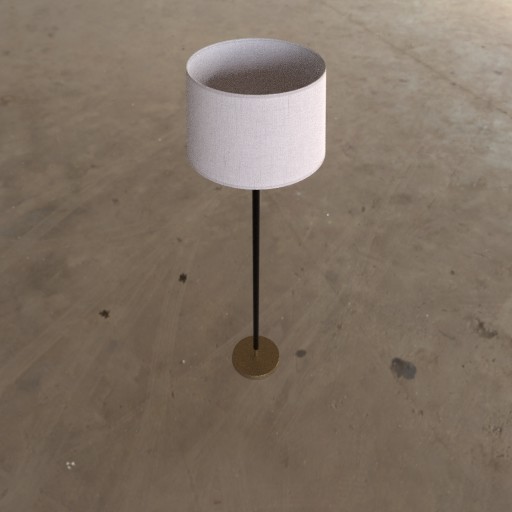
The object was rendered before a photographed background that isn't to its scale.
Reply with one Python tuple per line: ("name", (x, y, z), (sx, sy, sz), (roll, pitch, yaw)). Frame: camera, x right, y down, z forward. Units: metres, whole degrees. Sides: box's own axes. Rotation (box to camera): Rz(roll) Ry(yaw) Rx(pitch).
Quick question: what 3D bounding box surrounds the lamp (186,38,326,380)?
("lamp", (0.000, 0.000, 1.684), (0.420, 1.447, 0.420), (0, 45, 0))
